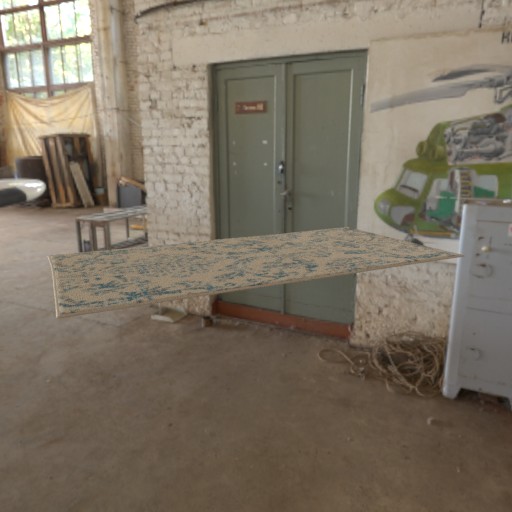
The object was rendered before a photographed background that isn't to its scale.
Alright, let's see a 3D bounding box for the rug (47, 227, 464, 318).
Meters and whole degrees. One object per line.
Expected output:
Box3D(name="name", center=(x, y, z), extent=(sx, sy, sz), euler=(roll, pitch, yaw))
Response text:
Box3D(name="rug", center=(0.000, 0.000, 1.440), extent=(1.220, 0.007, 0.605), euler=(-7, 15, -26))
